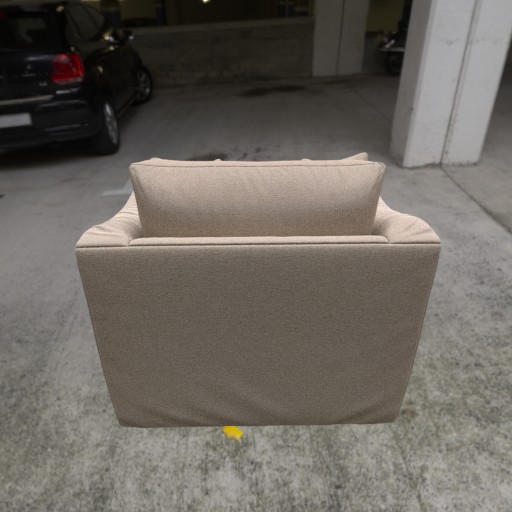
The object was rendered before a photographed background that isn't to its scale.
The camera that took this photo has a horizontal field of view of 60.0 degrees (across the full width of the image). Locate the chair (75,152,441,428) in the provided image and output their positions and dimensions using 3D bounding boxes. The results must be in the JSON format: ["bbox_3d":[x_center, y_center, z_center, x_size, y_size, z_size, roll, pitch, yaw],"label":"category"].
[{"bbox_3d":[0.000,0.000,2.010,1.194,1.093,1.071,-1,31,-1],"label":"chair"}]
